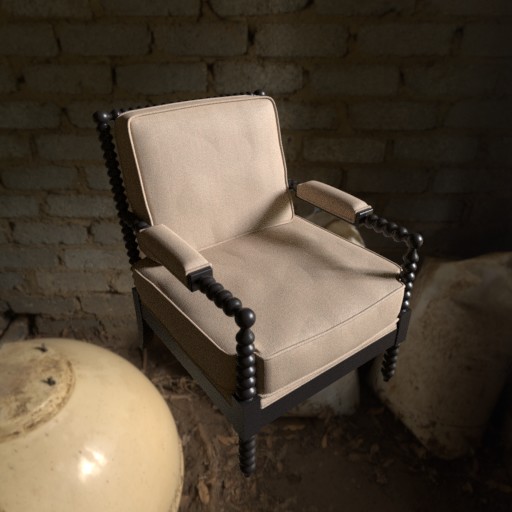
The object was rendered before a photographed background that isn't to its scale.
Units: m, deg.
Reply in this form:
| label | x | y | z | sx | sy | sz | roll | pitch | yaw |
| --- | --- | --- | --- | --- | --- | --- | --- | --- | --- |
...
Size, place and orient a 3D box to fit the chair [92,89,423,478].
| label | x | y | z | sx | sy | sz | roll | pitch | yaw |
| --- | --- | --- | --- | --- | --- | --- | --- | --- | --- |
| chair | 0.000 | 0.000 | 1.158 | 0.555 | 0.703 | 0.657 | -20 | 36 | -31 |
